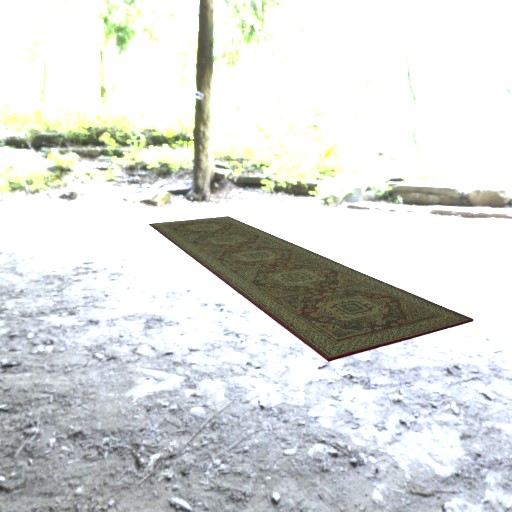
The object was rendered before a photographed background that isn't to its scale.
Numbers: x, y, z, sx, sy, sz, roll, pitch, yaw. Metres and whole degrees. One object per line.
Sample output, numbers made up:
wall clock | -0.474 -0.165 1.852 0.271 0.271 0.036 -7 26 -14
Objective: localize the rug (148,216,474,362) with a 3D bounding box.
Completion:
rug | 0.000 0.000 2.486 0.659 0.015 2.292 -8 18 -26
